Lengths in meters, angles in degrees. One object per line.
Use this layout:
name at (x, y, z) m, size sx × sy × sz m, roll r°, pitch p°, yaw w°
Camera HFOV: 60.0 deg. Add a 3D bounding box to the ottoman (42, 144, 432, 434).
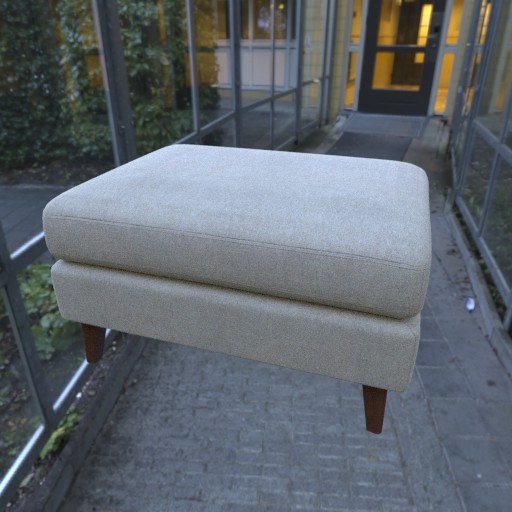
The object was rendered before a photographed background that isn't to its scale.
ottoman at (0.000, 0.000, 1.181) m, size 0.823 × 0.478 × 0.610 m, roll 8°, pitch 28°, yaw 16°
